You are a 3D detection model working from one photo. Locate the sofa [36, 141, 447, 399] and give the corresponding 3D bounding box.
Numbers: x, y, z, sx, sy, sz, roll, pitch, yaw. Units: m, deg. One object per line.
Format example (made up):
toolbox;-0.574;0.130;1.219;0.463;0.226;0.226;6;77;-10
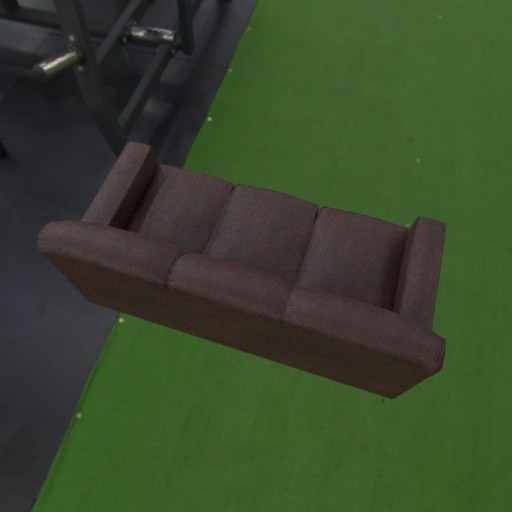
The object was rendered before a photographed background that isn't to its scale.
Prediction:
sofa;0.000;0.000;2.623;2.039;0.953;1.008;16;64;8
